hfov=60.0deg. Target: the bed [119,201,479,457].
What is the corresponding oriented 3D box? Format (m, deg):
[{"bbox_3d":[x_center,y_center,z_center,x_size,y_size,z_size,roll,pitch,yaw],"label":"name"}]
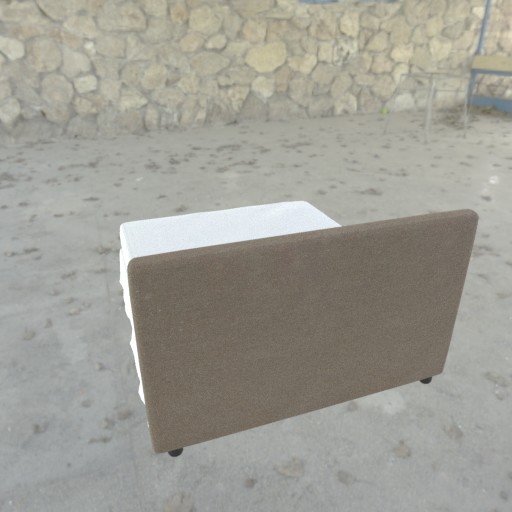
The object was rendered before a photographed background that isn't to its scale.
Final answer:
[{"bbox_3d":[0.000,0.000,3.569,2.119,1.317,2.341,-9,27,-18],"label":"bed"}]
